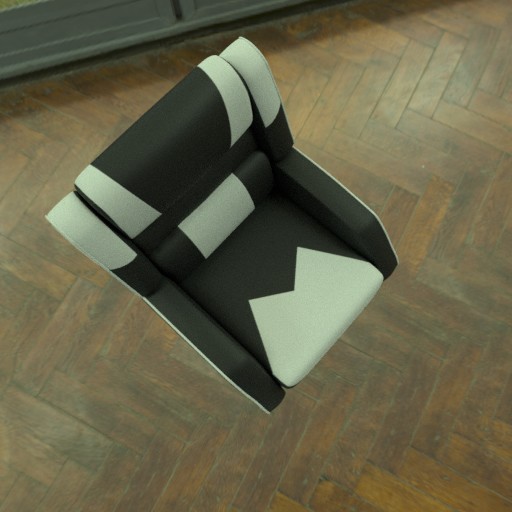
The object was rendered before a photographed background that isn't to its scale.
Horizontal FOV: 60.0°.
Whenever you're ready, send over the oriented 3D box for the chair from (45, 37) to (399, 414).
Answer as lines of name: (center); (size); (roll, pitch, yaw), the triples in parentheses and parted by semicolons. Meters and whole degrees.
chair: (0.000, 0.000, 1.280); (0.672, 0.805, 0.620); (42, 80, 9)
